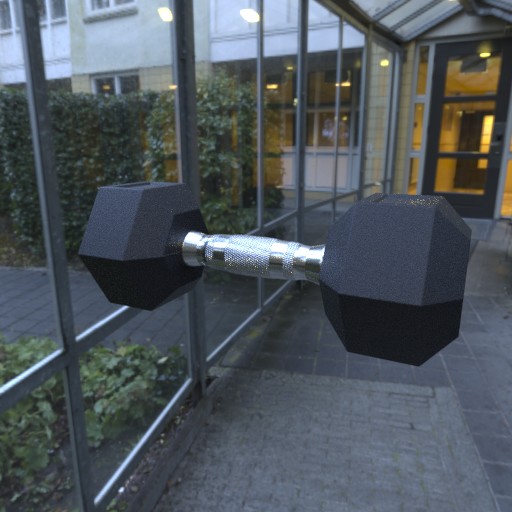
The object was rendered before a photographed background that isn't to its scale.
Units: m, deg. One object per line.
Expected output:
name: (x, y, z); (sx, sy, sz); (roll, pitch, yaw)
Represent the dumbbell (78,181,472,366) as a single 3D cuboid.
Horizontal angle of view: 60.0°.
dumbbell: (0.000, 0.000, 0.316); (0.272, 0.092, 0.106); (7, 16, 25)
